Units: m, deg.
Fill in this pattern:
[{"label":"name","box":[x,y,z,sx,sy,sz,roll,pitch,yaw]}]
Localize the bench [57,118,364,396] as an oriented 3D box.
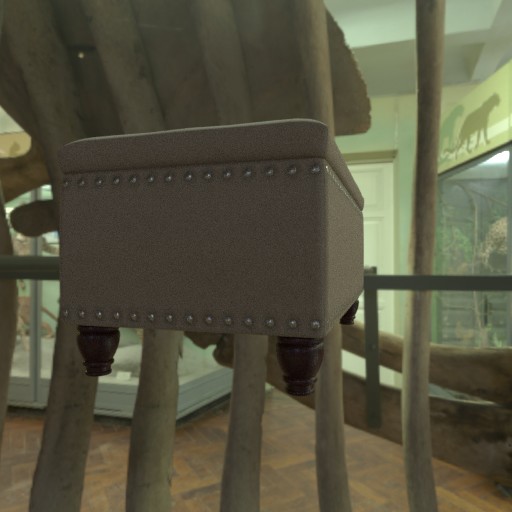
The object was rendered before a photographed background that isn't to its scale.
[{"label":"bench","box":[0.000,0.000,1.159,0.500,0.449,0.887,0,0,17]}]
